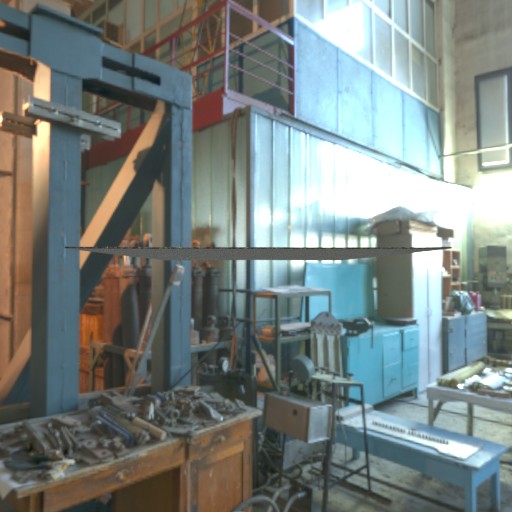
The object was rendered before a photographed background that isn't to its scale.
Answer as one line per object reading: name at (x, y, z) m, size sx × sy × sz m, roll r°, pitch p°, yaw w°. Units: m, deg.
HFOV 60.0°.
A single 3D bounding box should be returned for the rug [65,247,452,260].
rug at (0.000, 0.000, 5.406) m, size 2.997 × 0.020 × 4.093 m, roll 0°, pitch -2°, yaw -1°
